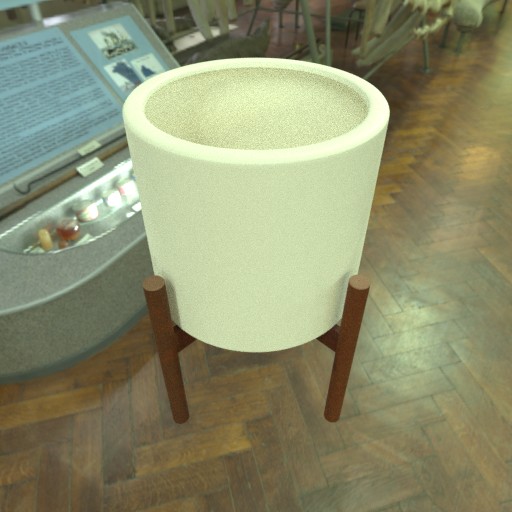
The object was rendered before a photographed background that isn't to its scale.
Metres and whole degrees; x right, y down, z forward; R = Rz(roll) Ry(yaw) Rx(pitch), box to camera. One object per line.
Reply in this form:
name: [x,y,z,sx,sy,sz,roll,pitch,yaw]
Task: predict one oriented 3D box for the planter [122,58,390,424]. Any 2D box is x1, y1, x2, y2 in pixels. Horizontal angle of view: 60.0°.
planter: [0.000,0.000,0.494,0.224,0.358,0.224,0,40,0]
